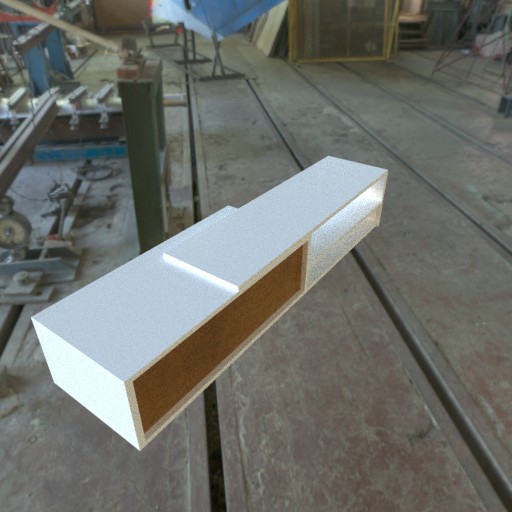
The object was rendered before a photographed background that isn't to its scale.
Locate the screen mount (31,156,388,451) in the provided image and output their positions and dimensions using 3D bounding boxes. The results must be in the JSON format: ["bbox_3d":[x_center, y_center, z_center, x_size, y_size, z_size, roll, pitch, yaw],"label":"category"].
[{"bbox_3d":[0.000,0.000,1.853,0.420,0.320,1.680,22,39,30],"label":"screen mount"}]
